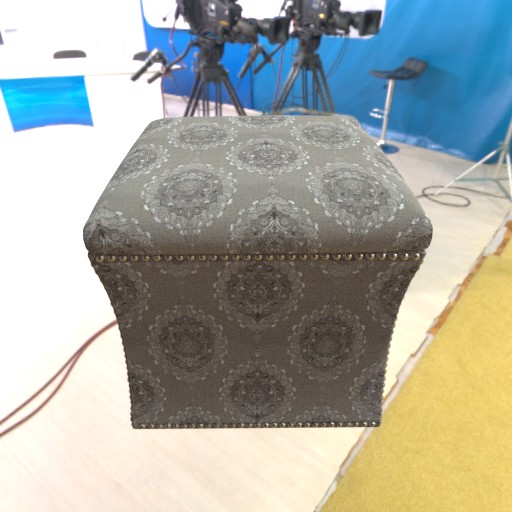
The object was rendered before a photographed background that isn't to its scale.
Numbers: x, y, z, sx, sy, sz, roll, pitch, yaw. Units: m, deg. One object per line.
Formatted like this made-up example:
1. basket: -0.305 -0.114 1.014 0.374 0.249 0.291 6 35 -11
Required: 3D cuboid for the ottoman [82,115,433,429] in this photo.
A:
1. ottoman: 0.000 0.000 0.901 0.497 0.473 0.507 0 32 0
